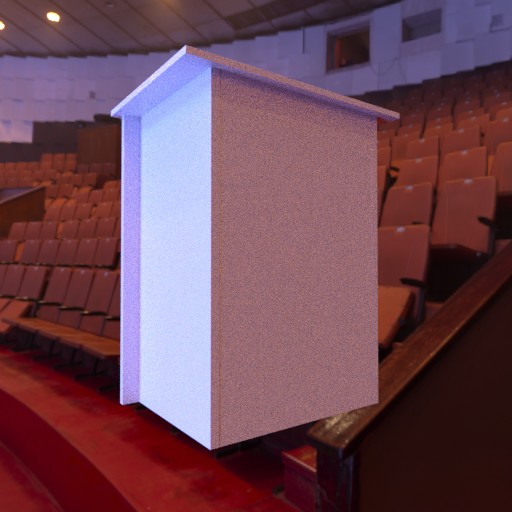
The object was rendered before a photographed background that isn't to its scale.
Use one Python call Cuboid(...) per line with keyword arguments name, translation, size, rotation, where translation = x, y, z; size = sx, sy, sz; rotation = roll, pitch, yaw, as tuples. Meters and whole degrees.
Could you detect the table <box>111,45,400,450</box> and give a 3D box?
Cuboid(name="table", translation=(0.000, 0.000, 1.091), size=(0.589, 0.711, 0.406), rotation=(1, -1, -36))
